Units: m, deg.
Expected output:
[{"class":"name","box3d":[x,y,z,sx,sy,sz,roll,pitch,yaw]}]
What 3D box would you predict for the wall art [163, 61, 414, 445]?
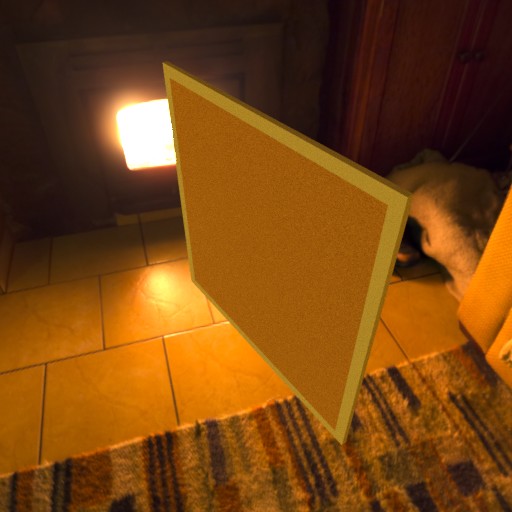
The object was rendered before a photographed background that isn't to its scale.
[{"class":"wall art","box3d":[0.000,0.000,0.679,0.009,0.457,0.456,-26,47,-27]}]
